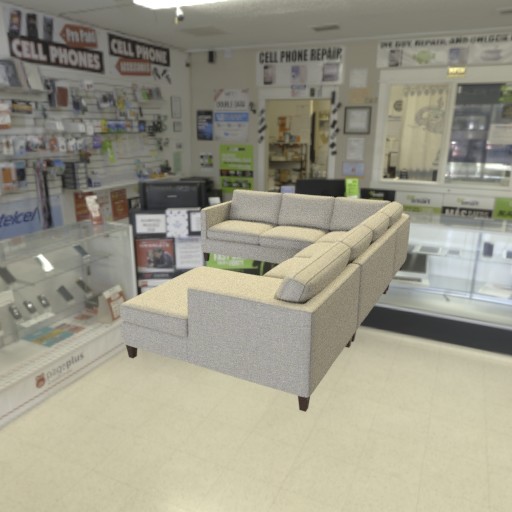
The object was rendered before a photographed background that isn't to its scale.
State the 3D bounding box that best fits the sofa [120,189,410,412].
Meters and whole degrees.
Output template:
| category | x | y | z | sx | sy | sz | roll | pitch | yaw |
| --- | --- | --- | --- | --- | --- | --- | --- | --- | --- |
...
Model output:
| category | x | y | z | sx | sy | sz | roll | pitch | yaw |
| --- | --- | --- | --- | --- | --- | --- | --- | --- | --- |
| sofa | 0.000 | 0.000 | 4.639 | 2.551 | 0.889 | 3.403 | 8 | 18 | 27 |
